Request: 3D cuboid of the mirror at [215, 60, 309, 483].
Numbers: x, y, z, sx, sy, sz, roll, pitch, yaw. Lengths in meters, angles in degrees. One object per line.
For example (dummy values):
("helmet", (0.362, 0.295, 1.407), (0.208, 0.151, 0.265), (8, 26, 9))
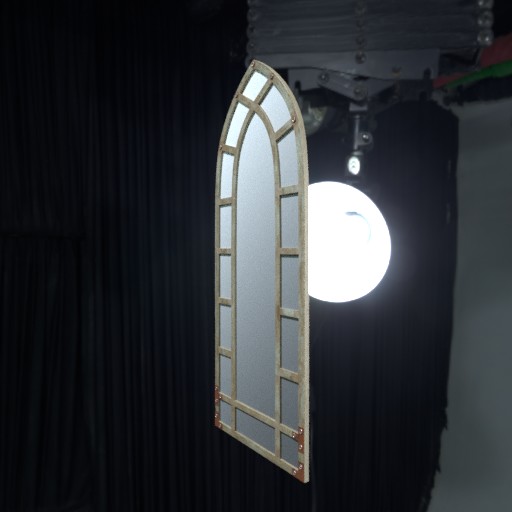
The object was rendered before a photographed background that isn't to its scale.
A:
("mirror", (0.000, 0.000, 1.339), (0.025, 1.175, 0.464), (-1, 1, -35))
